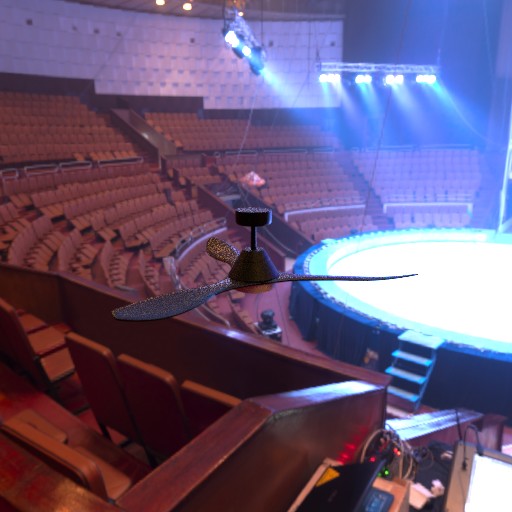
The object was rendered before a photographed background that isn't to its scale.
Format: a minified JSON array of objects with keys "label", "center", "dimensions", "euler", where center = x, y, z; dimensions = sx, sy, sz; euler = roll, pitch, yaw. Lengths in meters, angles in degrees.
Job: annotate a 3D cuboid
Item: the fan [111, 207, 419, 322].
[{"label":"fan","center":[0.000,0.000,1.609],"dimensions":[1.067,0.305,1.067],"euler":[7,15,26]}]
